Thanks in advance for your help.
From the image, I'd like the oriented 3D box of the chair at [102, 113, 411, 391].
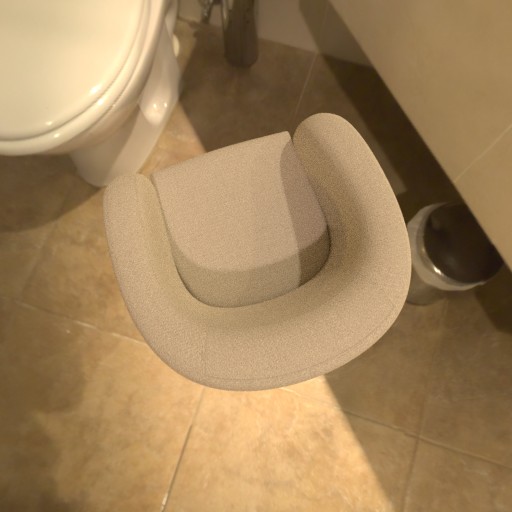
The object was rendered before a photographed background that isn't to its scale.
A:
[{"bbox_3d":[0.000,0.000,1.471,0.791,0.771,0.815,-19,76,-5],"label":"chair"}]
